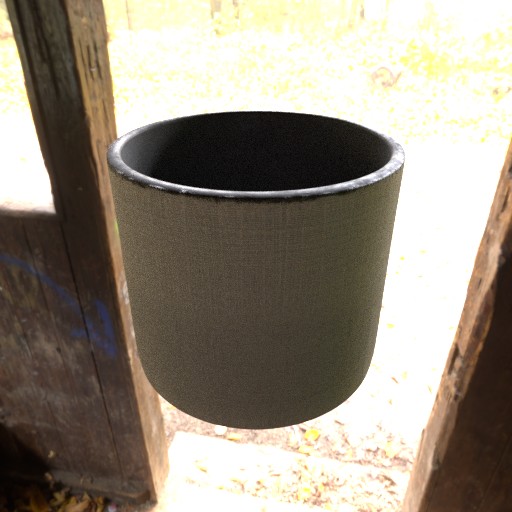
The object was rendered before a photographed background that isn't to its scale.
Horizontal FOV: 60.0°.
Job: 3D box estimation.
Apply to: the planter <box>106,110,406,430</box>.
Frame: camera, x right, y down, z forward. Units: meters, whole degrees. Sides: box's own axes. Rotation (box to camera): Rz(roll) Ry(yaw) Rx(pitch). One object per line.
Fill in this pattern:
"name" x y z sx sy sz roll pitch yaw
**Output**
"planter" 0.000 0.000 0.383 0.221 0.201 0.221 0 30 0
